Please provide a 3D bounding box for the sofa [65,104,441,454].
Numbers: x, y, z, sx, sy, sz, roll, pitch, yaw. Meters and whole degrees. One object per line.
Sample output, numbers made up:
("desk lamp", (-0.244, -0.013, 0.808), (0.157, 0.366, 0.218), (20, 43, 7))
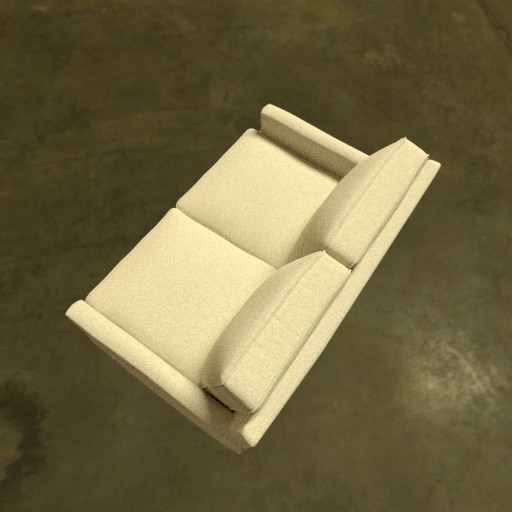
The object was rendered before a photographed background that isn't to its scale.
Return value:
("sofa", (0.000, 0.000, 2.236), (1.084, 1.003, 1.597), (33, 67, 16))
